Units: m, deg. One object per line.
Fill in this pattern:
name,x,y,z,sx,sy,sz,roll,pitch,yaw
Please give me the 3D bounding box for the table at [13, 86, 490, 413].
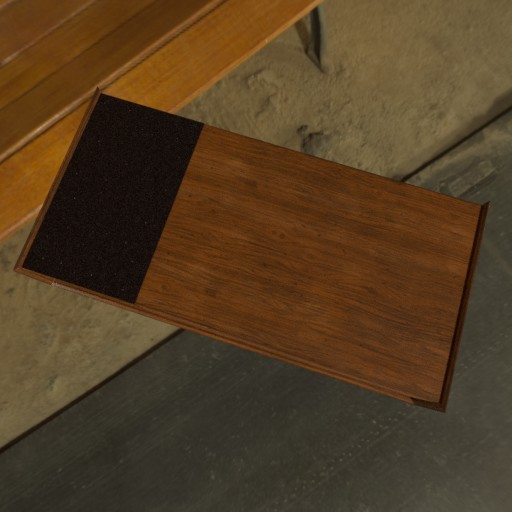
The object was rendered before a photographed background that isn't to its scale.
table,0.000,0.000,1.499,1.221,0.508,0.610,17,77,4
